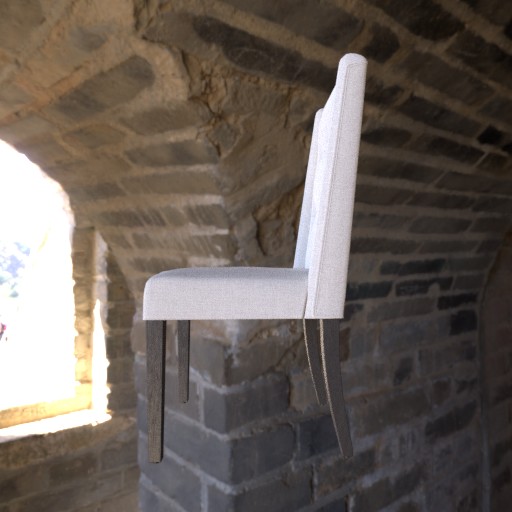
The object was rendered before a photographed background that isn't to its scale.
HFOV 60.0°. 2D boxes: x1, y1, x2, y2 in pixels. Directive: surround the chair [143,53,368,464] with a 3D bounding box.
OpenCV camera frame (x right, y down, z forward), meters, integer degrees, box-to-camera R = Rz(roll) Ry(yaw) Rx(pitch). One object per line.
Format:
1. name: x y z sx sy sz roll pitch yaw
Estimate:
1. chair: 0.000 0.000 1.245 0.523 0.961 0.474 0 0 -1
